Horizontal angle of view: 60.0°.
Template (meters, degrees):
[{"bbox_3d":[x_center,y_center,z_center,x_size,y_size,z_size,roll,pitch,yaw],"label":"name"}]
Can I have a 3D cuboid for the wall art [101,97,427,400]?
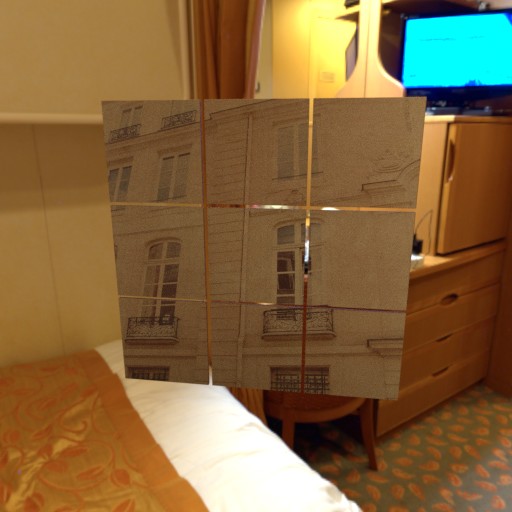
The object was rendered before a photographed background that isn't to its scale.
[{"bbox_3d":[0.000,0.000,1.364,0.915,0.913,0.018,2,15,8],"label":"wall art"}]
